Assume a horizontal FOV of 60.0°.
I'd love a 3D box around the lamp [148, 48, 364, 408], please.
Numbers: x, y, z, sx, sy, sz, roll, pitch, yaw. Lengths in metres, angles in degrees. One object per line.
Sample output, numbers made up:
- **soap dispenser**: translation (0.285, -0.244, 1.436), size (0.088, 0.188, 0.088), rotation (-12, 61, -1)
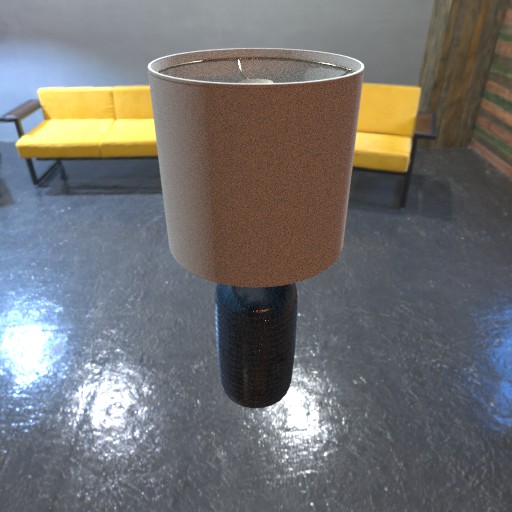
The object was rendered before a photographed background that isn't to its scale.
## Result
- **lamp**: translation (0.000, 0.000, 0.587), size (0.220, 0.475, 0.220), rotation (1, 32, 1)
